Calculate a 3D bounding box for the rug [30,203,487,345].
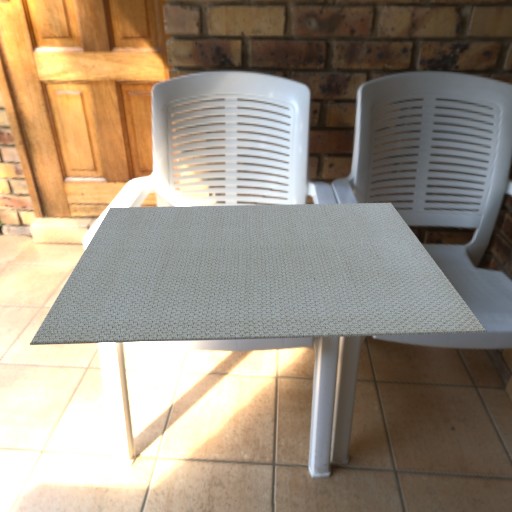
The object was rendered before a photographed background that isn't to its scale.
[{"bbox_3d":[0.000,0.000,2.726,2.144,0.013,1.509,-1,31,-2],"label":"rug"}]
